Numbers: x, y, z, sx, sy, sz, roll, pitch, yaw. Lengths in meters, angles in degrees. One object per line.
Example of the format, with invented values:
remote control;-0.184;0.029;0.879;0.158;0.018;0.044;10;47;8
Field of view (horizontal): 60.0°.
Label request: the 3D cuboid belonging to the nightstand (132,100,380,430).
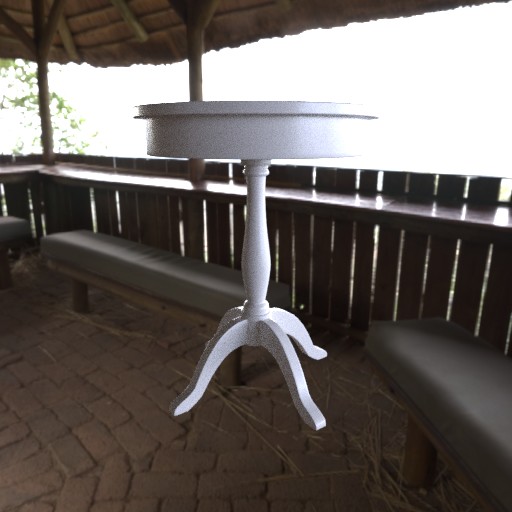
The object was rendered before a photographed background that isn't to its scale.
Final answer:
nightstand;0.000;0.000;1.033;0.513;0.653;0.513;-8;17;-26
